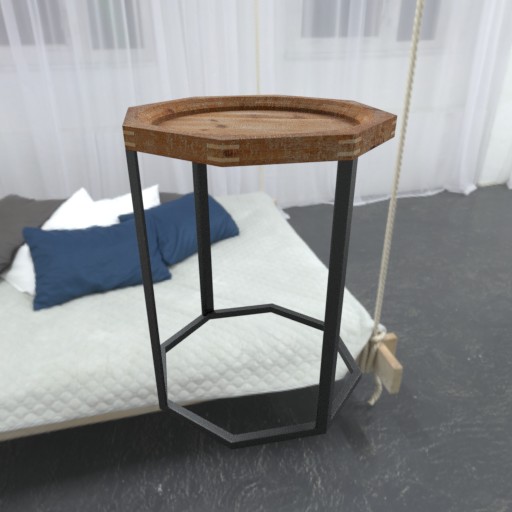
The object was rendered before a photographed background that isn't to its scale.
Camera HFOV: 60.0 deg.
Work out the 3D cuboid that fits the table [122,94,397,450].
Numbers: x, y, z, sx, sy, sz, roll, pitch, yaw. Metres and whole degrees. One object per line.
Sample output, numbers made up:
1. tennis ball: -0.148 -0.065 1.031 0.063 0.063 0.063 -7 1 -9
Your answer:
1. table: 0.000 0.000 0.864 0.458 0.543 0.458 -17 31 -30
